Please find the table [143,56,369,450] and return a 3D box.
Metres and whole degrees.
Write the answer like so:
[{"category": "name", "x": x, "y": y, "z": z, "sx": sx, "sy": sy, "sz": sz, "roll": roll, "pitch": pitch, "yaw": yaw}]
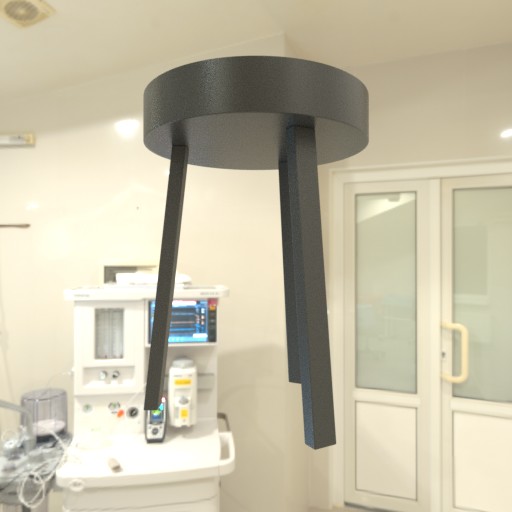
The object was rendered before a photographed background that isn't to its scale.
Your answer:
[{"category": "table", "x": 0.000, "y": 0.000, "z": 0.822, "sx": 0.406, "sy": 0.559, "sz": 0.406, "roll": 0, "pitch": 0, "yaw": 0}]
